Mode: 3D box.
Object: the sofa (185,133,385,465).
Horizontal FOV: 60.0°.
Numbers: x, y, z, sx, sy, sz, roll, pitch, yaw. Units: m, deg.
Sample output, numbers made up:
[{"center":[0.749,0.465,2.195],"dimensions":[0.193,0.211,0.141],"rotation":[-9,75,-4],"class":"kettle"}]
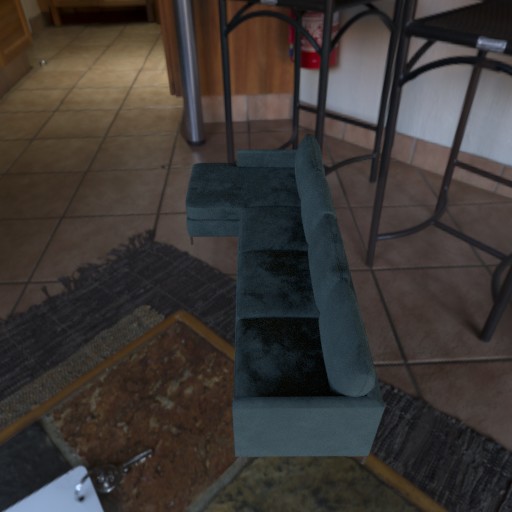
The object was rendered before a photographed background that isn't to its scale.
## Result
[{"center":[0.000,0.000,4.058],"dimensions":[1.500,0.967,3.400],"rotation":[0,40,0],"class":"sofa"}]
